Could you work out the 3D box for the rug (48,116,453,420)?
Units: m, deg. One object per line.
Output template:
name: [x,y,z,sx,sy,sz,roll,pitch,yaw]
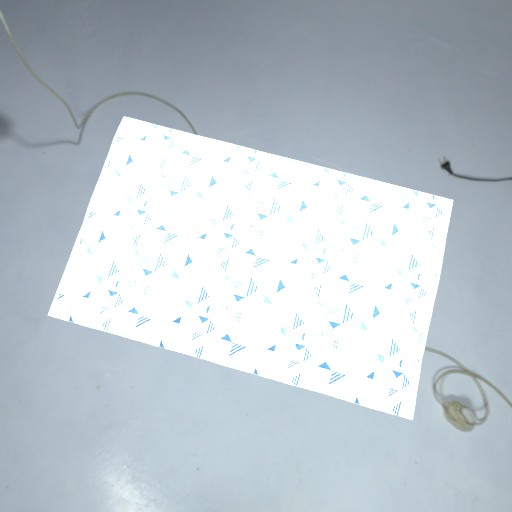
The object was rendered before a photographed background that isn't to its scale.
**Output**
rug: [0.000,0.000,3.013,2.457,0.009,1.512,15,77,4]
